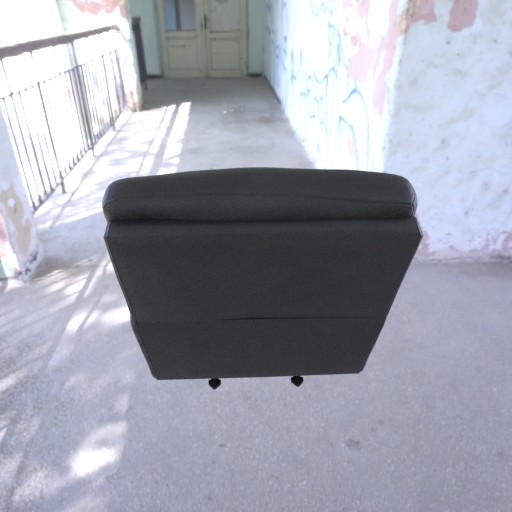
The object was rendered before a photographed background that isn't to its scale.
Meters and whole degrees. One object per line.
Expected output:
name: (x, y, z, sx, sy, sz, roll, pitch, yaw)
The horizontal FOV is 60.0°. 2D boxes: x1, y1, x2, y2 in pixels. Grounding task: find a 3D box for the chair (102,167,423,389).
chair: (0.000, 0.000, 2.029, 1.096, 1.109, 1.087, -1, 30, -2)
